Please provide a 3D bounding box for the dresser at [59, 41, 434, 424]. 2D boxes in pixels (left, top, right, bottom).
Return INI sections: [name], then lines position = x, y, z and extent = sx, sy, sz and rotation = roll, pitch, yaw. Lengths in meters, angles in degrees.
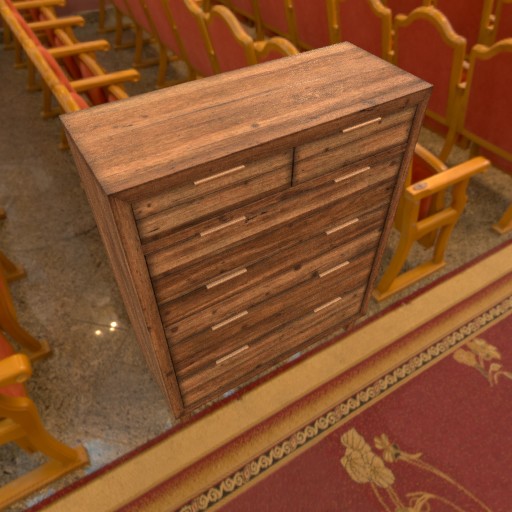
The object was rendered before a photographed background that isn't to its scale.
[dresser]
position = 0.000, 0.000, 1.830
extent = 1.067, 1.359, 0.438
rotation = -24, 51, -21
